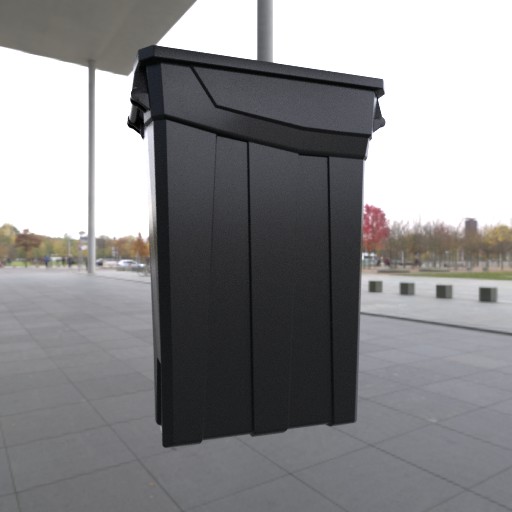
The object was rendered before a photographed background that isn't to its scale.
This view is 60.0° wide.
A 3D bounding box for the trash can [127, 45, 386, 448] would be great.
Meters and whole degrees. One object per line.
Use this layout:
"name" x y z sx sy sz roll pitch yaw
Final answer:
"trash can" 0.000 0.000 1.007 0.559 0.762 0.281 0 0 -18
